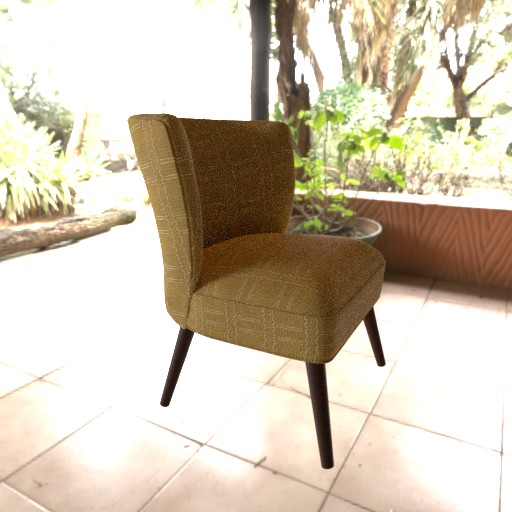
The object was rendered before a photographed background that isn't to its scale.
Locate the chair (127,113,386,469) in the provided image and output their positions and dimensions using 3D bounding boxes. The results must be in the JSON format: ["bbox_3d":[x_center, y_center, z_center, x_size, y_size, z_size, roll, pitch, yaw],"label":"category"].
[{"bbox_3d":[0.000,0.000,1.417,0.758,0.866,0.706,8,17,27],"label":"chair"}]
